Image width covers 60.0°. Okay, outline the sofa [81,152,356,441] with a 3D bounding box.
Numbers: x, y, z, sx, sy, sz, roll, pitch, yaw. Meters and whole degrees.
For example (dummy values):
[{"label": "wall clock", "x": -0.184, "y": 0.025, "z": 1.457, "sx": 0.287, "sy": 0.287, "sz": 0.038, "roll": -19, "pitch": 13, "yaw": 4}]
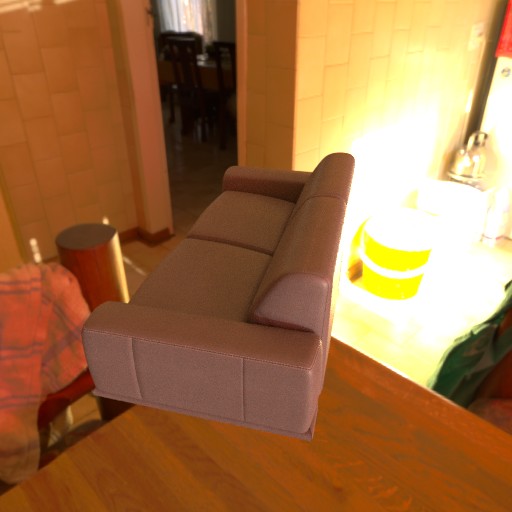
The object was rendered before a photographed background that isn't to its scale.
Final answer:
[{"label": "sofa", "x": 0.000, "y": 0.000, "z": 2.369, "sx": 0.900, "sy": 0.772, "sz": 1.901, "roll": 7, "pitch": 31, "yaw": 12}]
